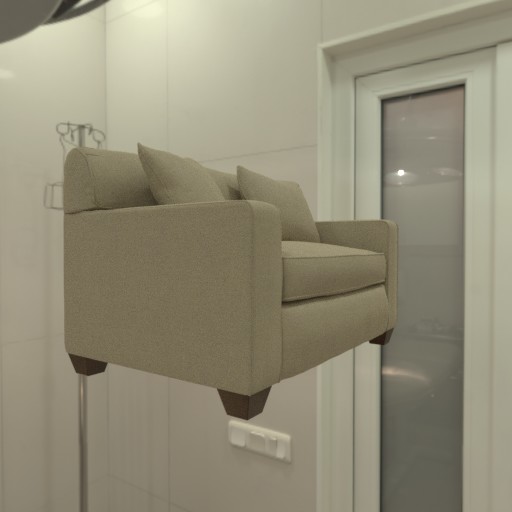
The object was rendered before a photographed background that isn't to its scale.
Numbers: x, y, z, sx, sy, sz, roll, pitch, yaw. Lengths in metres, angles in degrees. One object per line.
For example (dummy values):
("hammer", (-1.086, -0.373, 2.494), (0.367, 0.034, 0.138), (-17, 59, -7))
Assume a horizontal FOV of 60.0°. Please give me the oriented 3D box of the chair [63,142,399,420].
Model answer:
("chair", (0.000, 0.000, 2.092), (1.000, 0.948, 1.383), (1, 2, 35))
